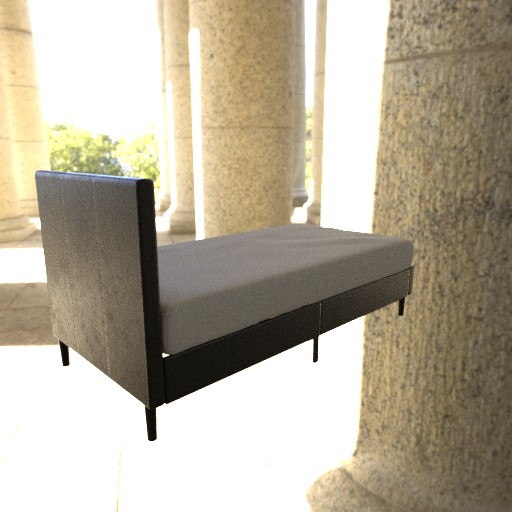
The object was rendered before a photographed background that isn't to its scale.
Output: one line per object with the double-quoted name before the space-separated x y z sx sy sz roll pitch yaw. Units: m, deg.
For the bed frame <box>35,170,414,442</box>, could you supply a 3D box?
"bed frame" 0.000 0.000 2.543 2.152 1.046 1.038 -12 18 -43
